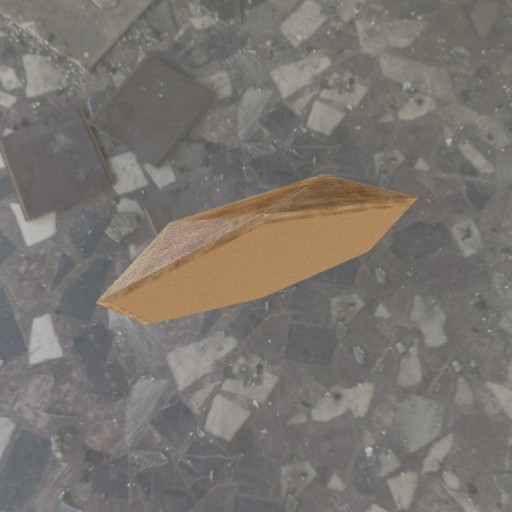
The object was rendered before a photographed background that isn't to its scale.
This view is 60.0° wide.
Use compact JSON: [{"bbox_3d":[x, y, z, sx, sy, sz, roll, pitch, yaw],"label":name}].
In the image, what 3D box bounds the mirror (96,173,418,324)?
[{"bbox_3d":[0.000,0.000,1.077,0.675,0.779,0.091,-18,76,-5],"label":"mirror"}]
